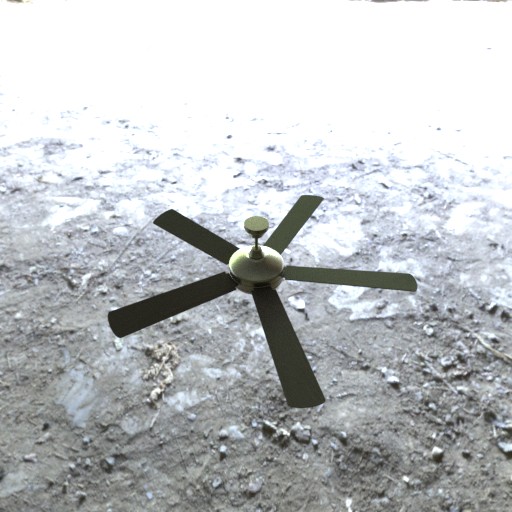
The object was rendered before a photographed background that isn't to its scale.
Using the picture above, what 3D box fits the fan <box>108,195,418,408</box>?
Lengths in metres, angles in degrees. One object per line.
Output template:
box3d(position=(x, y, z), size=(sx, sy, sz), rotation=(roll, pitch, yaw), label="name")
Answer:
box3d(position=(0.000, 0.000, 1.952), size=(1.321, 0.356, 1.321), rotation=(-28, 47, -29), label="fan")
